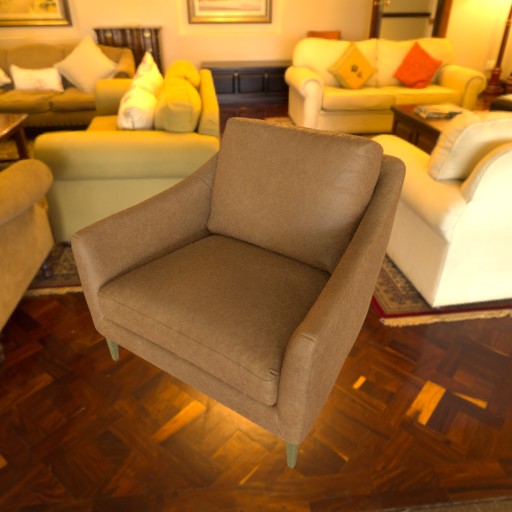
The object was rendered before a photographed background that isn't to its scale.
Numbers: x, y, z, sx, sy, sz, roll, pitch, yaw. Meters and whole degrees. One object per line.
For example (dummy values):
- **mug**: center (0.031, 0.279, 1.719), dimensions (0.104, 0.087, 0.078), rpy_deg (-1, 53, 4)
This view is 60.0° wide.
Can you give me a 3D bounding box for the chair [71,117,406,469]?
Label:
- **chair**: center (0.000, 0.000, 1.729), dimensions (0.988, 0.895, 0.963), rpy_deg (20, 36, 29)
